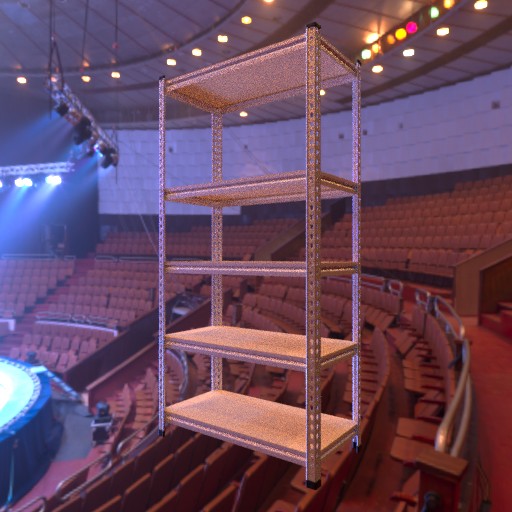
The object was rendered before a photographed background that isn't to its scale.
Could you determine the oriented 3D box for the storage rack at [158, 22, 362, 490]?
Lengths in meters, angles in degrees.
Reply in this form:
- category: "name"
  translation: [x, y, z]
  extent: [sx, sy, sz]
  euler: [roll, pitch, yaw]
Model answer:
- category: "storage rack"
  translation: [0.000, 0.000, 2.180]
  extent: [0.914, 1.829, 0.457]
  euler: [0, 0, 36]
